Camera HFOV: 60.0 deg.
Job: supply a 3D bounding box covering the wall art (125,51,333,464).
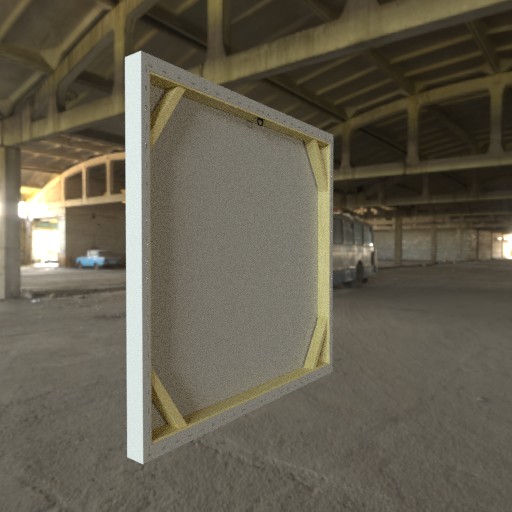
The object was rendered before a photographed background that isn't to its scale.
[{"bbox_3d":[0.000,0.000,0.908,0.038,0.610,0.610,1,1,37],"label":"wall art"}]
